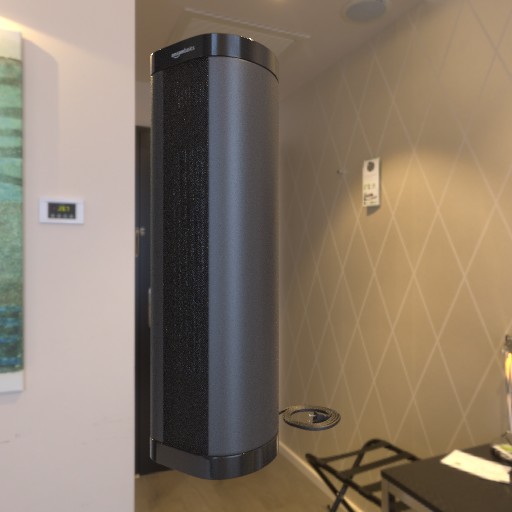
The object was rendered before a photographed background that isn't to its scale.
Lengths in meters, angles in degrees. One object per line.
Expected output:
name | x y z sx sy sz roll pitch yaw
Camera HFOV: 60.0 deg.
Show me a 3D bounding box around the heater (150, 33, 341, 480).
heater | 0.000 0.000 0.688 0.174 0.552 0.312 0 0 36
